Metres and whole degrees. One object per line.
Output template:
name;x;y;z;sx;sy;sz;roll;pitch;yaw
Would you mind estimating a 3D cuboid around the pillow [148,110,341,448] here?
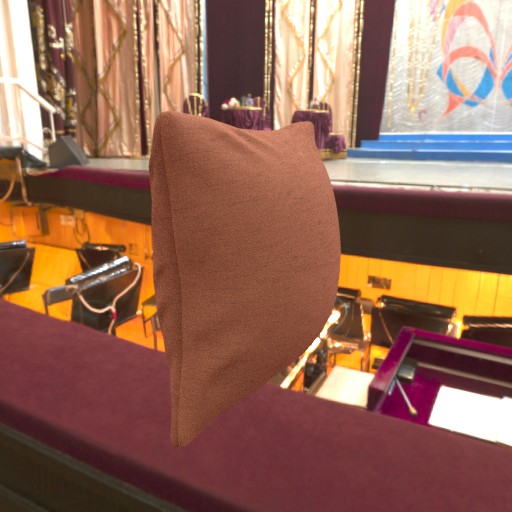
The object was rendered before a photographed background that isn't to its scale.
pillow;0.000;0.000;0.692;0.246;0.415;0.432;8;17;26
